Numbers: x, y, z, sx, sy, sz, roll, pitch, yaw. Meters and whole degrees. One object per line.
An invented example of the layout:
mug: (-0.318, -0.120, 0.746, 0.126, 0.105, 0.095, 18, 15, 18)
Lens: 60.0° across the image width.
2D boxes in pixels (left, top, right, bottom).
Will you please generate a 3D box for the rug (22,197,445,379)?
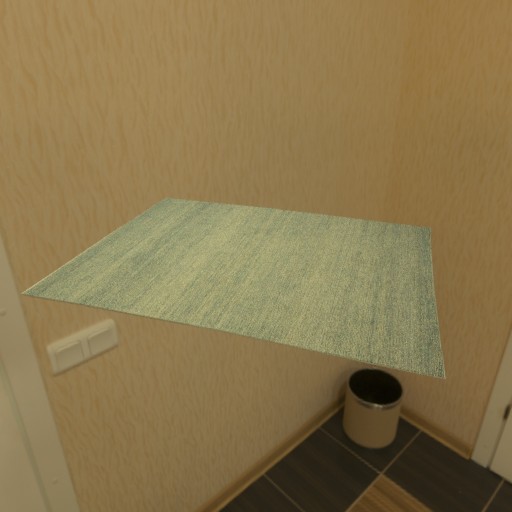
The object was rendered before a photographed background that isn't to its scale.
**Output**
rug: (0.000, 0.000, 4.207, 3.237, 0.046, 2.461, 8, 28, 16)
